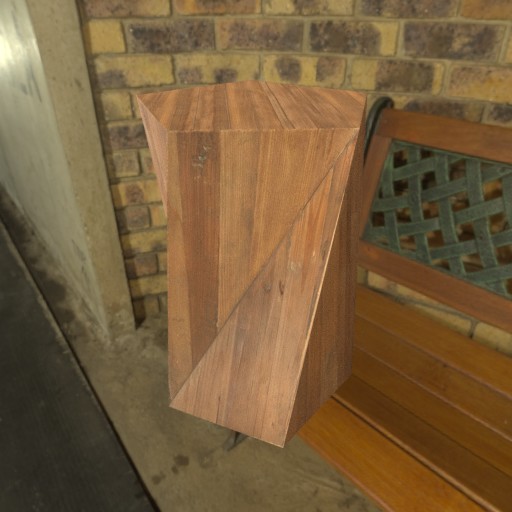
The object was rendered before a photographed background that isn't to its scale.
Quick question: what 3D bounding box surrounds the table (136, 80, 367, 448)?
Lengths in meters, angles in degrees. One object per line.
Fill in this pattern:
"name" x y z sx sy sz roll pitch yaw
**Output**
"table" 0.000 0.000 0.899 0.441 0.604 0.425 8 32 14
